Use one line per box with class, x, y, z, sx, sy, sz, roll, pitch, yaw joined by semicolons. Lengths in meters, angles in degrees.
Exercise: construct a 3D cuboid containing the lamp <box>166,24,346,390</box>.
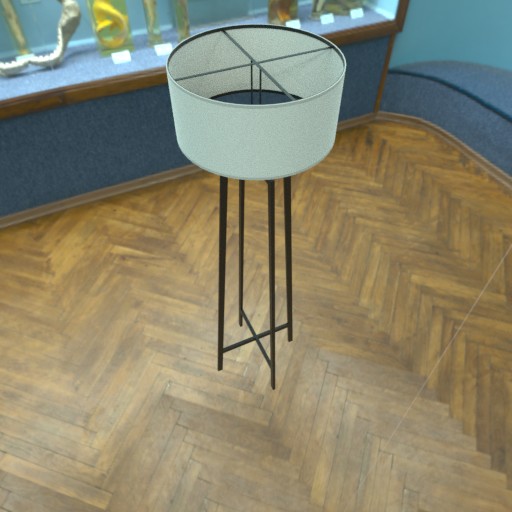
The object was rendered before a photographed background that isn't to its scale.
lamp;0.000;0.000;1.697;0.456;1.510;0.457;-19;51;-16
